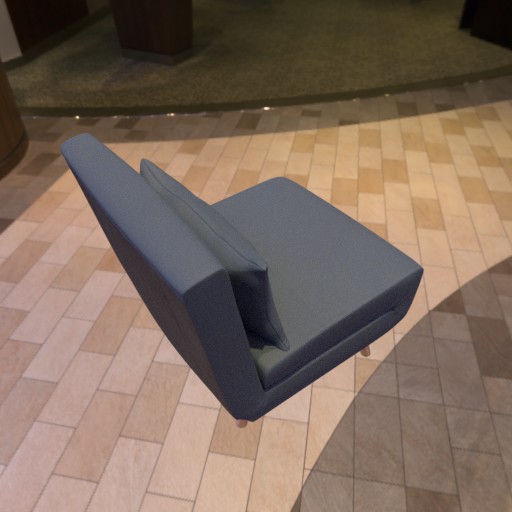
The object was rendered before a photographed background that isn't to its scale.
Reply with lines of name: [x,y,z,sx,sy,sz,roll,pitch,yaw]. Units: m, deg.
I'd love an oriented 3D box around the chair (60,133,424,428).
chair: [0.000,0.000,1.498,0.900,0.808,0.770,-25,46,-27]
